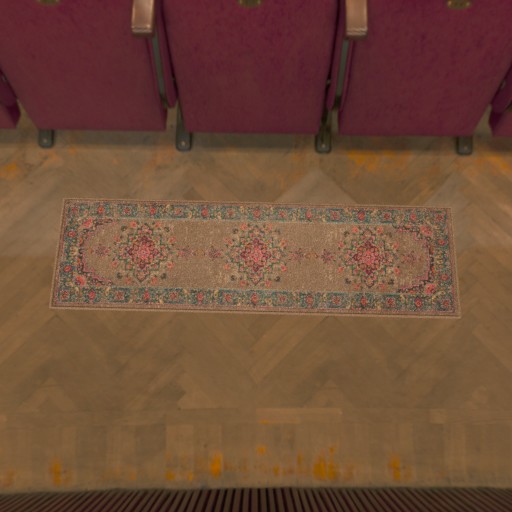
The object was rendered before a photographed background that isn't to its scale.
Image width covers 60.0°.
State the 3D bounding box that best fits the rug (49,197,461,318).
[{"bbox_3d":[0.000,0.000,2.538,2.297,0.019,0.659,1,77,0],"label":"rug"}]
